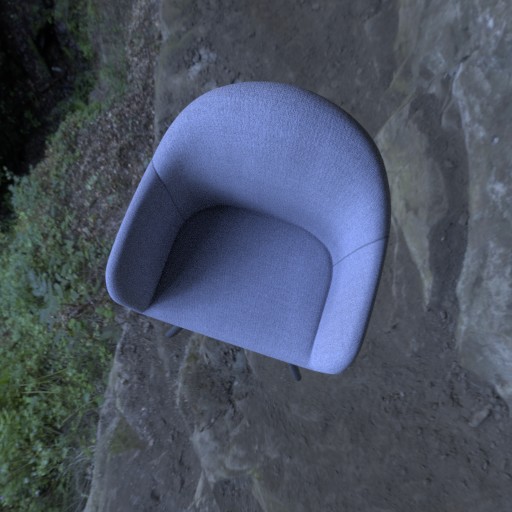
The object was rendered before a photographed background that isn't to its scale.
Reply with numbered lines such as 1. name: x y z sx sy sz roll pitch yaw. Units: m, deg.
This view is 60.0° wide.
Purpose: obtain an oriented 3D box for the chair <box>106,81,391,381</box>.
1. chair: 0.000 0.000 1.209 0.590 0.795 0.550 17 76 5
